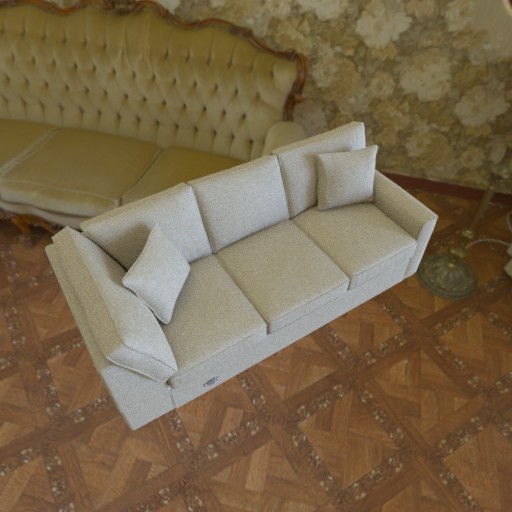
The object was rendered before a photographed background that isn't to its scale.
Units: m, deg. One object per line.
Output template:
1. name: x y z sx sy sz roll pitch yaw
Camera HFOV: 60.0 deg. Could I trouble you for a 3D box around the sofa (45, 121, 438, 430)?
1. sofa: 0.000 0.000 2.952 2.323 0.948 1.053 -25 52 -21
